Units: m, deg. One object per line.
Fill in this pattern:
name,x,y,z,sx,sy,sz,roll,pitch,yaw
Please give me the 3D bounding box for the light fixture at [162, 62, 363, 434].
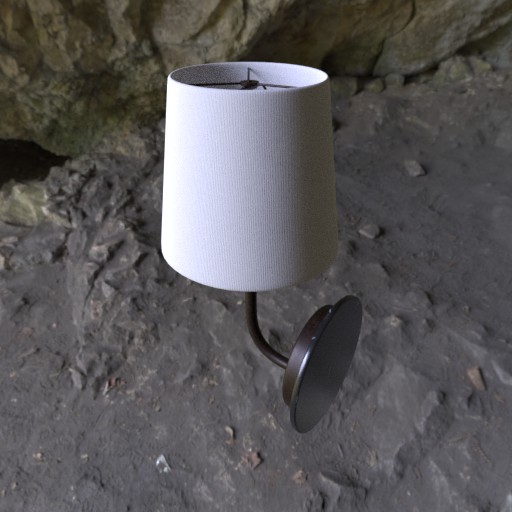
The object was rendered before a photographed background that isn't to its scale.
light fixture,0.000,0.000,0.440,0.188,0.337,0.168,20,37,29
